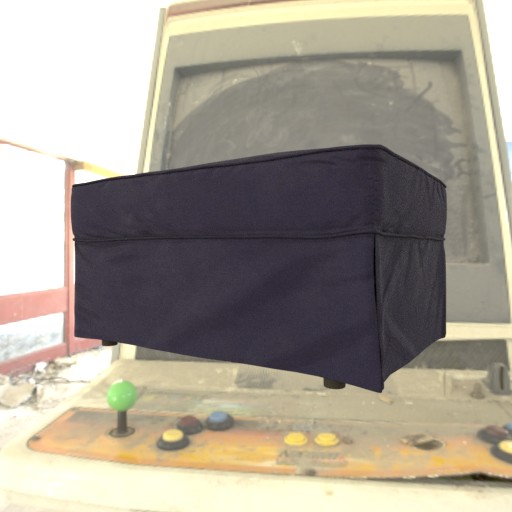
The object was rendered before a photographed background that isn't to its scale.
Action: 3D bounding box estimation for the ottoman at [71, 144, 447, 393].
[{"bbox_3d":[0.000,0.000,1.271,0.938,0.503,0.637,0,1,34],"label":"ottoman"}]
